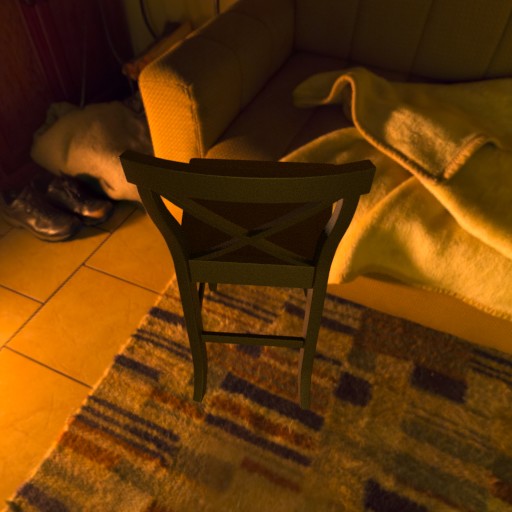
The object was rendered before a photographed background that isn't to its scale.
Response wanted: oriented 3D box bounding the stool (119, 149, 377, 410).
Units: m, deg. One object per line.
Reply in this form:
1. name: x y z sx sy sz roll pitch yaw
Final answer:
1. stool: 0.000 0.000 1.281 0.452 0.989 0.559 3 47 3
